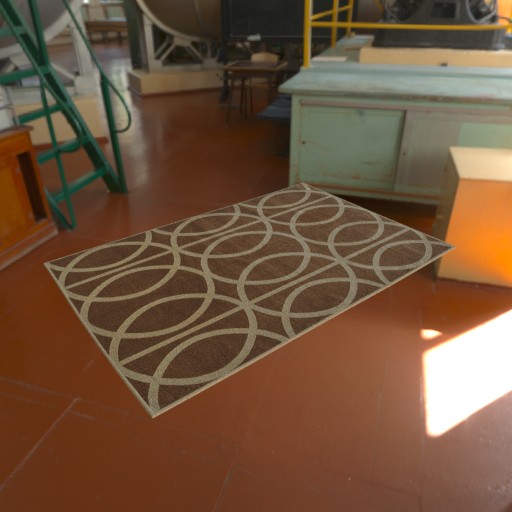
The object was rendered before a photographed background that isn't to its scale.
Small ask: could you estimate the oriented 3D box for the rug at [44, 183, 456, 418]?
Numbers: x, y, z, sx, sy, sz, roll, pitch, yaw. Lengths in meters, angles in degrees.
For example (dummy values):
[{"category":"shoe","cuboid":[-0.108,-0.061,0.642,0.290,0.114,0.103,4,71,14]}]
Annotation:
[{"category":"rug","cuboid":[0.000,0.000,2.920,2.290,0.014,1.526,-22,37,-32]}]
